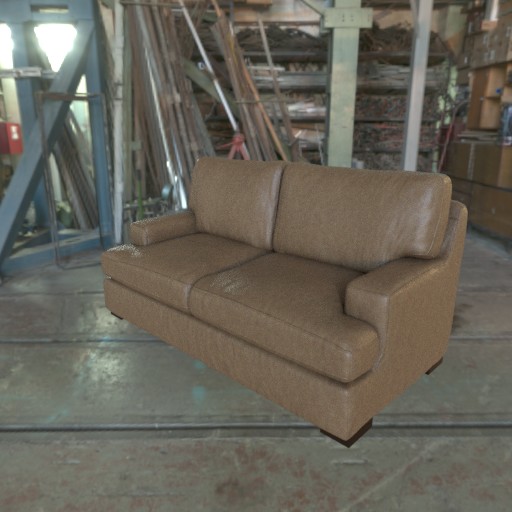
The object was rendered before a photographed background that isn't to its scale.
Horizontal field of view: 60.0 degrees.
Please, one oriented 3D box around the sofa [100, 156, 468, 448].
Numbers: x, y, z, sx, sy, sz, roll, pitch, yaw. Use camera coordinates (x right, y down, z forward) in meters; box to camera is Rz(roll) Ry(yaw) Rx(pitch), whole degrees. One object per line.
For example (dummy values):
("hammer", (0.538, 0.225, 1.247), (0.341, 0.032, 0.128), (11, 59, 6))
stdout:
("sofa", (0.000, 0.000, 2.424), (1.855, 0.980, 0.962), (15, 22, 42))
